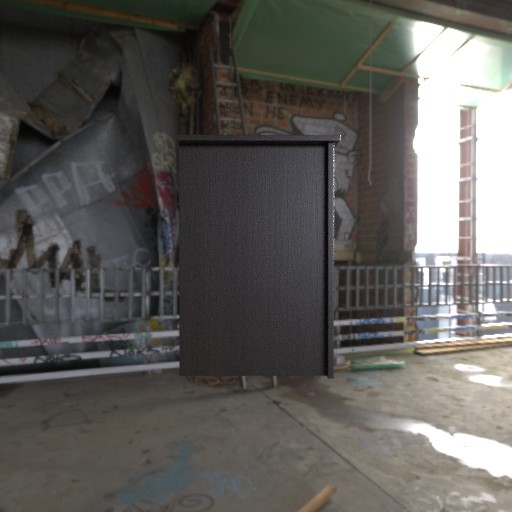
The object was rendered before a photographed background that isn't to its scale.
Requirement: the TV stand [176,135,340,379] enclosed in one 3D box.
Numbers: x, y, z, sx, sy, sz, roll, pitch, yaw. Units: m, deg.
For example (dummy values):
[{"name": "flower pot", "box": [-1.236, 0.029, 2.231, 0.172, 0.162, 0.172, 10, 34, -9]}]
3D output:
[{"name": "TV stand", "box": [0.000, 0.000, 1.987, 0.406, 0.610, 1.778, 0, 0, 0]}]
